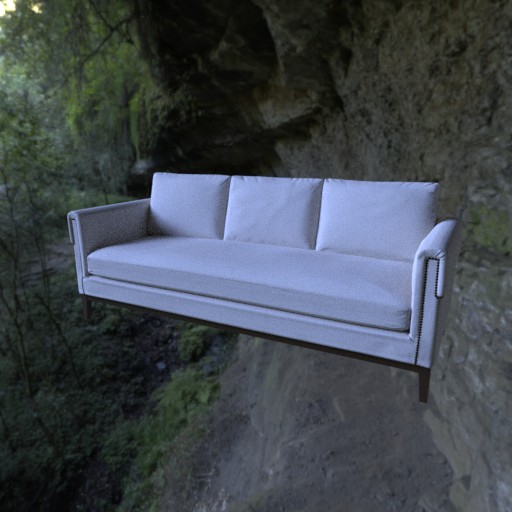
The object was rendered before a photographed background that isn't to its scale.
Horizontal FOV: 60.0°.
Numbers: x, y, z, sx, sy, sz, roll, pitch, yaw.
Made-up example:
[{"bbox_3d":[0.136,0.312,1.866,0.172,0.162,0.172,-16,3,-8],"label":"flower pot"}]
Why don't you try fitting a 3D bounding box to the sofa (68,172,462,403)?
[{"bbox_3d":[0.000,0.000,2.672,2.198,0.911,0.902,7,16,26],"label":"sofa"}]
